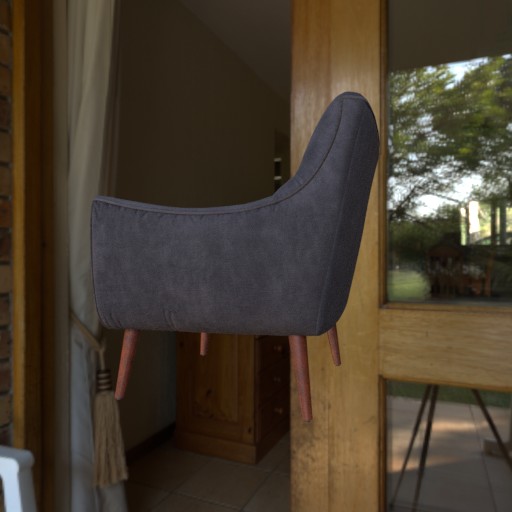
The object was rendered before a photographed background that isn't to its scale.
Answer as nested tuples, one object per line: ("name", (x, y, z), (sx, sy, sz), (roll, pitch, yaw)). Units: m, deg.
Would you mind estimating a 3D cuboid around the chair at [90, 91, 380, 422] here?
("chair", (0.000, 0.000, 1.479), (0.787, 0.838, 0.762), (0, 0, 18))
